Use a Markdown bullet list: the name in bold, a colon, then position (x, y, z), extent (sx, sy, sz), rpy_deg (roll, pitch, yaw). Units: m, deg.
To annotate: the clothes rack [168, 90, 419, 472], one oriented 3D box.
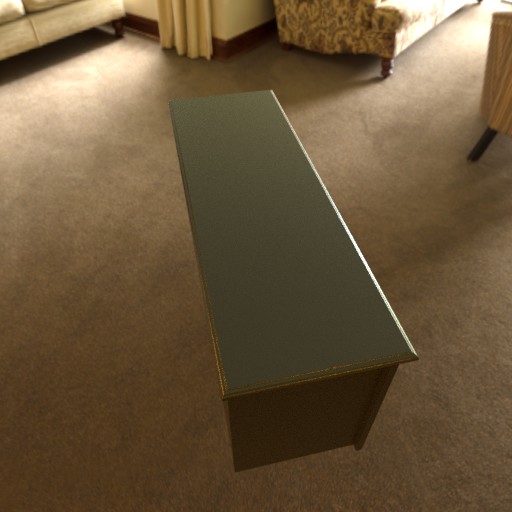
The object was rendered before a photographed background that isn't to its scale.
- **clothes rack**: position (0.000, 0.000, 1.475), extent (0.406, 0.556, 1.219), rpy_deg (-9, 47, -9)
